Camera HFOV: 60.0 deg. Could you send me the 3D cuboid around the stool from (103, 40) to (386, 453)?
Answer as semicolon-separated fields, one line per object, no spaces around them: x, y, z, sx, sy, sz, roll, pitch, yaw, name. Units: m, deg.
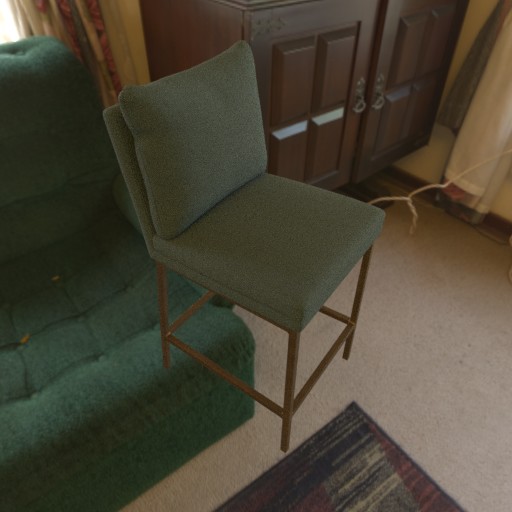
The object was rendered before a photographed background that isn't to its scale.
0.000;0.000;1.295;0.568;1.032;0.463;25;46;26;stool
